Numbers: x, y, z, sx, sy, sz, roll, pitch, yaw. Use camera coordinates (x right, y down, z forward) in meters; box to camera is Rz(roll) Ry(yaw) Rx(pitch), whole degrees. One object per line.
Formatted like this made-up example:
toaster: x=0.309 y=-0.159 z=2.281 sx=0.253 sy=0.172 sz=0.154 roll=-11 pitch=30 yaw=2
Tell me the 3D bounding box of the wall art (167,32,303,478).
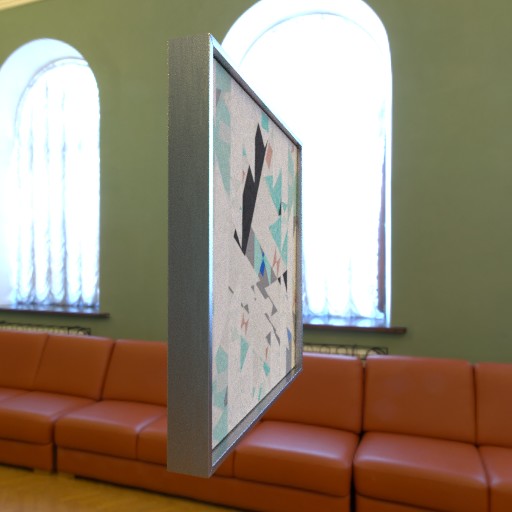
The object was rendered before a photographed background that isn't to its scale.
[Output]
wall art: x=0.000 y=0.000 z=0.519 sx=0.038 sy=0.350 sz=0.350 roll=0 pitch=0 yaw=18
